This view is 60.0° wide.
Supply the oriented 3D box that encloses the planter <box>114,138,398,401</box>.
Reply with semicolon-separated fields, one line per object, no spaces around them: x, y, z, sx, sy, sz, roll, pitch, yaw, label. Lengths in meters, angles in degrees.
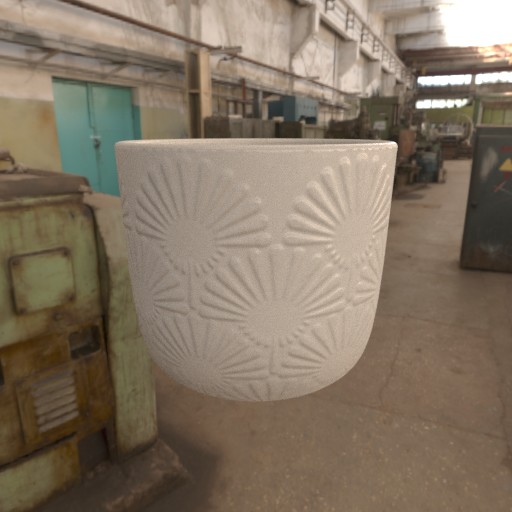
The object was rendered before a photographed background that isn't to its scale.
0.000;0.000;0.217;0.124;0.109;0.124;0;16;0;planter
